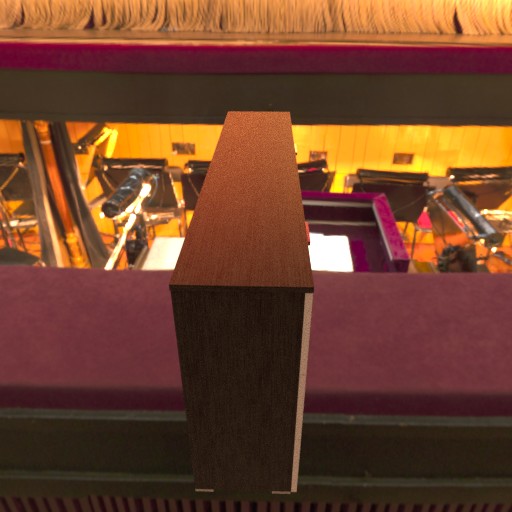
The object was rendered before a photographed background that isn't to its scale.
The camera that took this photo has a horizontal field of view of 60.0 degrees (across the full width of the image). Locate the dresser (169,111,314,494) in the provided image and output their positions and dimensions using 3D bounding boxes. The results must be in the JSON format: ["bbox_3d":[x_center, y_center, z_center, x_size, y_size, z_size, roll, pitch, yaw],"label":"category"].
[{"bbox_3d":[0.000,0.000,1.822,0.333,0.790,1.535,1,32,1],"label":"dresser"}]
